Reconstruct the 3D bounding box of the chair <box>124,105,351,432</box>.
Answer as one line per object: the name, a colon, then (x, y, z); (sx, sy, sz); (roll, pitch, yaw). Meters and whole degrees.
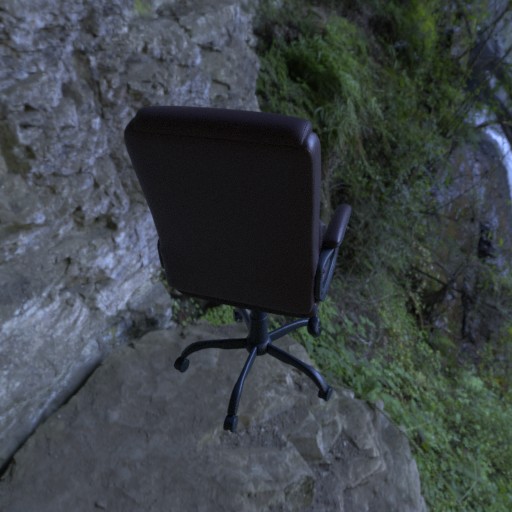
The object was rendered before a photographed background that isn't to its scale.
chair: (0.000, 0.000, 1.486); (0.615, 1.072, 0.655); (9, 32, 15)
